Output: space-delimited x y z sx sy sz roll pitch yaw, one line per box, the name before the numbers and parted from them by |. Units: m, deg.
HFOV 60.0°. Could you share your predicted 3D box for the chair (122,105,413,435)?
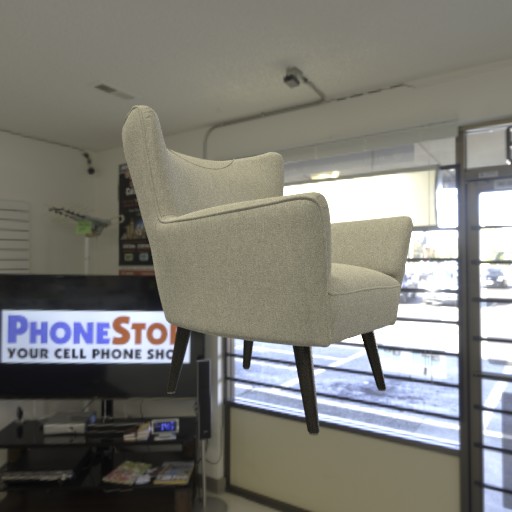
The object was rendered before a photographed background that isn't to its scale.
chair | 0.000 0.000 1.564 0.888 0.933 0.781 -1 -1 36
